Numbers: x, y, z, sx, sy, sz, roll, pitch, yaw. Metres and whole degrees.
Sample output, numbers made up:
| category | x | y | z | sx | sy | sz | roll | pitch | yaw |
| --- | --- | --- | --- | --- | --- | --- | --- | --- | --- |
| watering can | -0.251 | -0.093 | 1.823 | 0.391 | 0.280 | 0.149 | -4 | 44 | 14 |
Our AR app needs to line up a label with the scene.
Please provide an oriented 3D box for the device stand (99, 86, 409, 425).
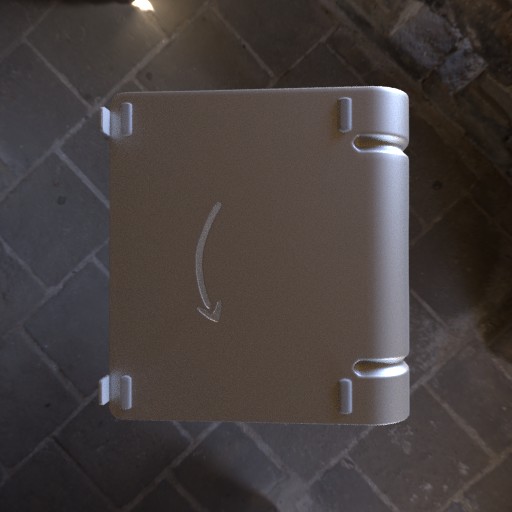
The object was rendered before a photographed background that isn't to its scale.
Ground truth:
| category | x | y | z | sx | sy | sz | roll | pitch | yaw |
| --- | --- | --- | --- | --- | --- | --- | --- | --- | --- |
| device stand | 0.000 | 0.000 | 0.389 | 0.236 | 0.155 | 0.256 | 0 | 90 | 1 |
